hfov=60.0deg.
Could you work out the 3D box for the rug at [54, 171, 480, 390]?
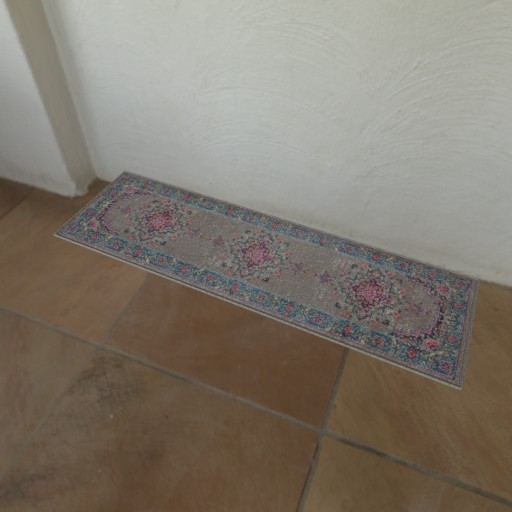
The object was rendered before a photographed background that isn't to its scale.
[{"bbox_3d":[0.000,0.000,1.963,1.827,0.012,0.553,19,49,17],"label":"rug"}]
